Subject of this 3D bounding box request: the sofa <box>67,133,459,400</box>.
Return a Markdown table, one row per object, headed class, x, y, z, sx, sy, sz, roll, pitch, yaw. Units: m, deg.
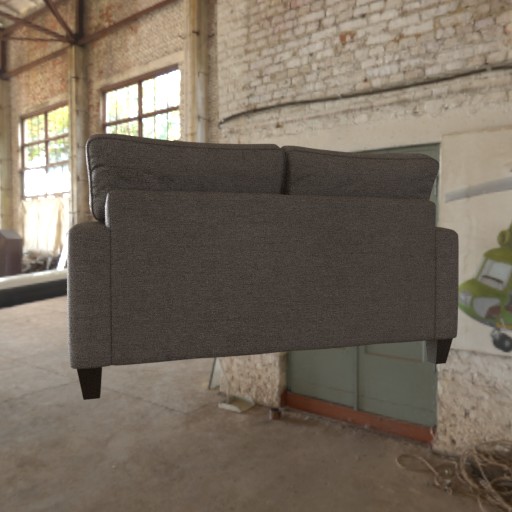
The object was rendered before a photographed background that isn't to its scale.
| class | x | y | z | sx | sy | sz | roll | pitch | yaw |
| --- | --- | --- | --- | --- | --- | --- | --- | --- | --- |
| sofa | 0.000 | 0.000 | 2.183 | 1.651 | 0.965 | 0.965 | -1 | 2 | -17 |
